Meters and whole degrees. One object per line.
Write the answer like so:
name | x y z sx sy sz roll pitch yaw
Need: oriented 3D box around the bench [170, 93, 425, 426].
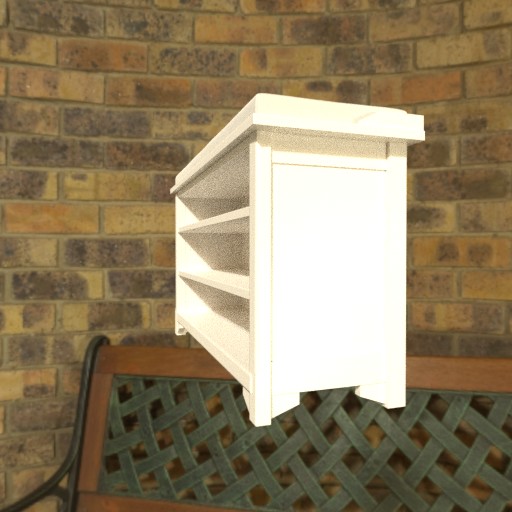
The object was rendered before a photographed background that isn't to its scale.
bench | 0.000 0.000 1.263 0.346 0.589 0.987 0 1 -19
